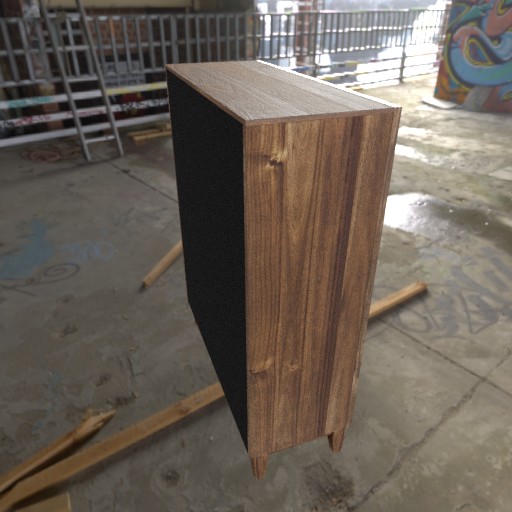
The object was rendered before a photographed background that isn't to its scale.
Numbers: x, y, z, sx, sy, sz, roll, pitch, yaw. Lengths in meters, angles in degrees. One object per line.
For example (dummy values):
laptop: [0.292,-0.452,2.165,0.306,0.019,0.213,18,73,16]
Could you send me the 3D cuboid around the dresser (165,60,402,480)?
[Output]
dresser: [0.000,0.000,1.868,0.442,1.393,1.062,-10,32,-17]
